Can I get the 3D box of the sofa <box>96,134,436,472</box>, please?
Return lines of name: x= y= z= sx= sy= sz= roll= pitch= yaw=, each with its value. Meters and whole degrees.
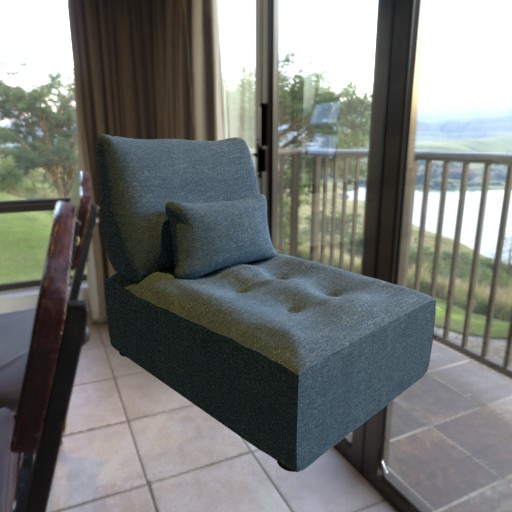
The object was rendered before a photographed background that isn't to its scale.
sofa: x=0.000 y=0.000 z=1.546 sx=0.700 sy=0.820 sz=1.000 roll=-14 pitch=20 yaw=-42
